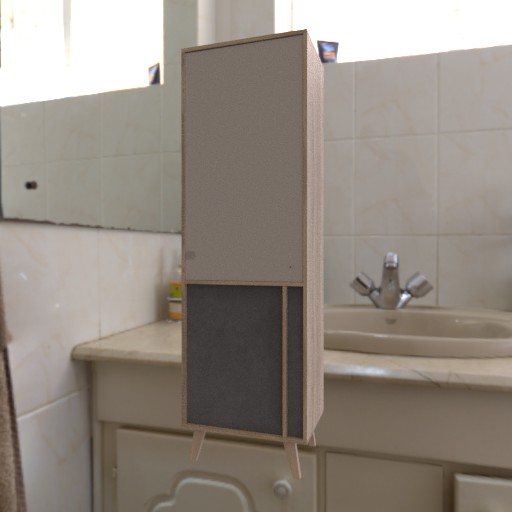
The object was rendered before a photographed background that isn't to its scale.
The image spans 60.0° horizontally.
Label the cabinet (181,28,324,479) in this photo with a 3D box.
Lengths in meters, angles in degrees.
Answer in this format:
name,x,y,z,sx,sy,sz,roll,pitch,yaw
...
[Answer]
name,x,y,z,sx,sy,sz,roll,pitch,yaw
cabinet,0.000,0.000,2.082,0.570,1.850,0.400,0,0,18
